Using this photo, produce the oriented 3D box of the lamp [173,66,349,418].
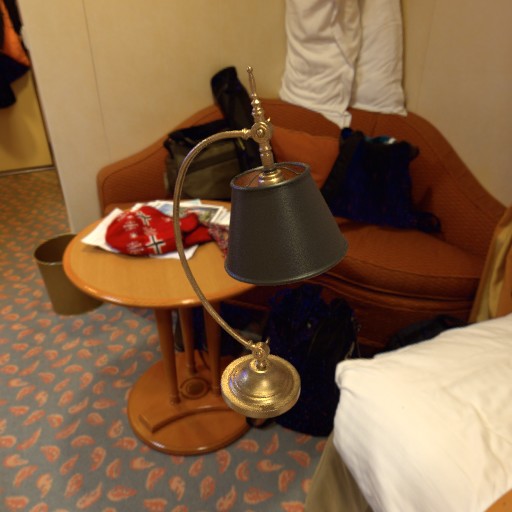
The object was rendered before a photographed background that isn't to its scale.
[{"bbox_3d":[0.000,0.000,0.856,0.344,0.675,0.235,10,31,17],"label":"lamp"}]
